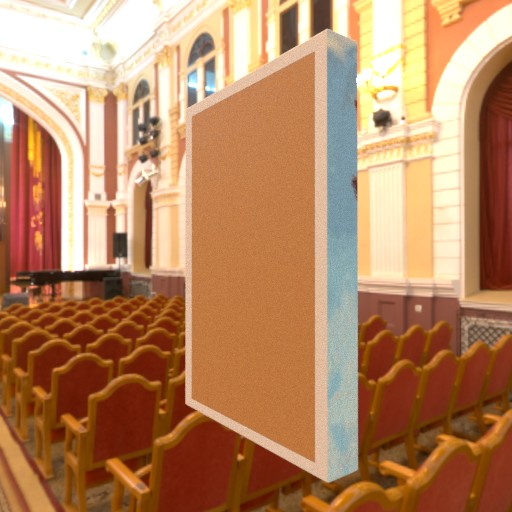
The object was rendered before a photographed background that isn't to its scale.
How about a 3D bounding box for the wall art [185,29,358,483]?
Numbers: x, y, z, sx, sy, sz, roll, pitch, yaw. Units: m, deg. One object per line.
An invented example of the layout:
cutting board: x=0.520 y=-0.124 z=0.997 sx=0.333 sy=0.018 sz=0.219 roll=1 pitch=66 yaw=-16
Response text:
wall art: x=0.000 y=0.000 z=0.481 sx=0.039 sy=0.380 sz=0.251 roll=0 pitch=0 yaw=-37
